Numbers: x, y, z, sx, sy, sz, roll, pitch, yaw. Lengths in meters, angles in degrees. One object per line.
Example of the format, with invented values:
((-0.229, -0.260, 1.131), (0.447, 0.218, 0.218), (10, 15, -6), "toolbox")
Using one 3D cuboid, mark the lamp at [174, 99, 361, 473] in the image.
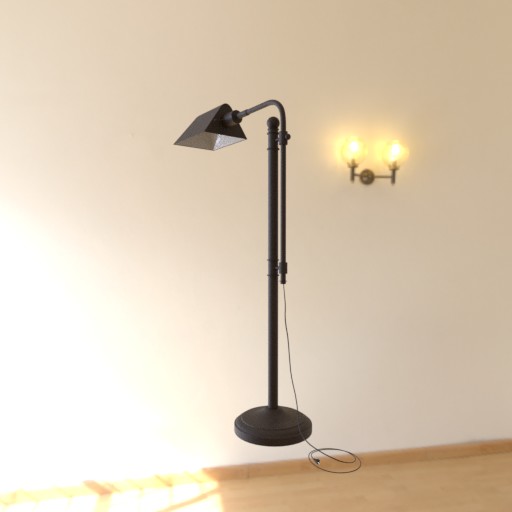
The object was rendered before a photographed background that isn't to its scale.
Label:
((0.000, 0.000, 0.947), (0.159, 0.708, 0.545), (-1, 1, -37), "lamp")
